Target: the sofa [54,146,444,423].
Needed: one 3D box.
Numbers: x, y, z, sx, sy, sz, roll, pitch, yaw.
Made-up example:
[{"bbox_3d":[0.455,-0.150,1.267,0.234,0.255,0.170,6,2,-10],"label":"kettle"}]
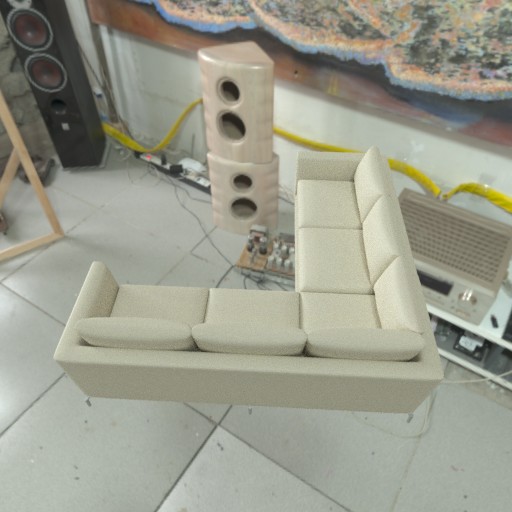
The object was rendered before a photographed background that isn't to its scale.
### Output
[{"bbox_3d":[0.000,0.000,3.742,2.448,0.867,2.430,2,47,2],"label":"sofa"}]
